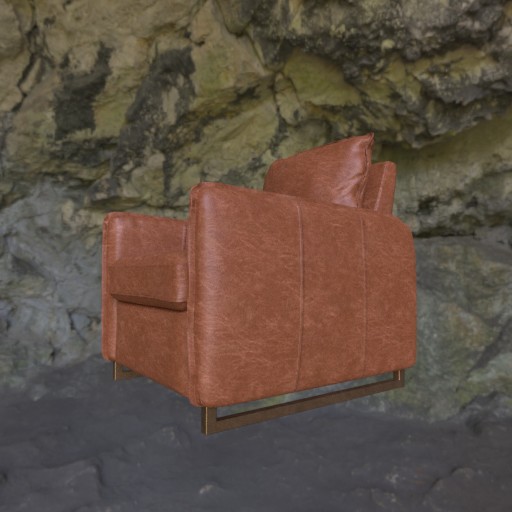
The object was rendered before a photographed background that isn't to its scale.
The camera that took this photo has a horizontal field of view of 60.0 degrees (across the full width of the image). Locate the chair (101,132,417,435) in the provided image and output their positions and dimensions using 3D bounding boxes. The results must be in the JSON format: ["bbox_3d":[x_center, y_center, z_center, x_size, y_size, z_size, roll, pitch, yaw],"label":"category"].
[{"bbox_3d":[0.000,0.000,1.632,0.922,0.922,0.830,2,-3,-36],"label":"chair"}]
